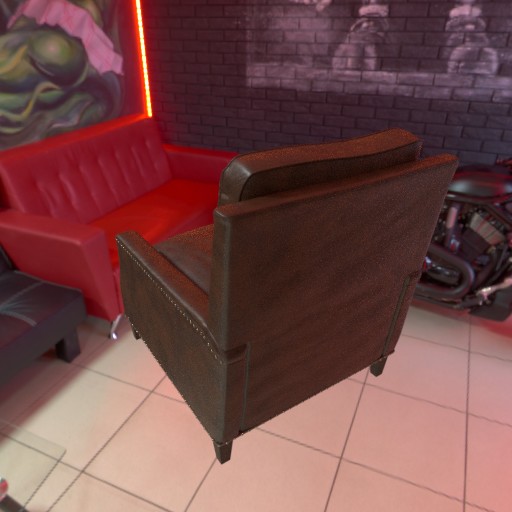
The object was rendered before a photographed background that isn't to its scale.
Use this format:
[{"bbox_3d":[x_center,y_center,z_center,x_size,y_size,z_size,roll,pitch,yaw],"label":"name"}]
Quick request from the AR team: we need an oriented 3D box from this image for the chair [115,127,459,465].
[{"bbox_3d":[0.000,0.000,1.753,0.854,1.054,1.035,-17,32,-30],"label":"chair"}]
